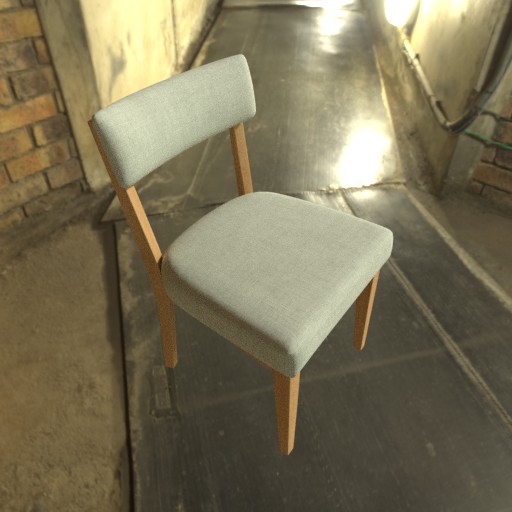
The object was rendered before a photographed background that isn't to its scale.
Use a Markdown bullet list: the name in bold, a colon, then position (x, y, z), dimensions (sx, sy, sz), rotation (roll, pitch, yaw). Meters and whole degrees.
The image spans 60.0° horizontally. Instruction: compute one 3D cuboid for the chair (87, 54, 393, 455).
- **chair**: position (0.000, 0.000, 1.180), dimensions (0.572, 0.832, 0.508), rotation (26, 48, 27)
